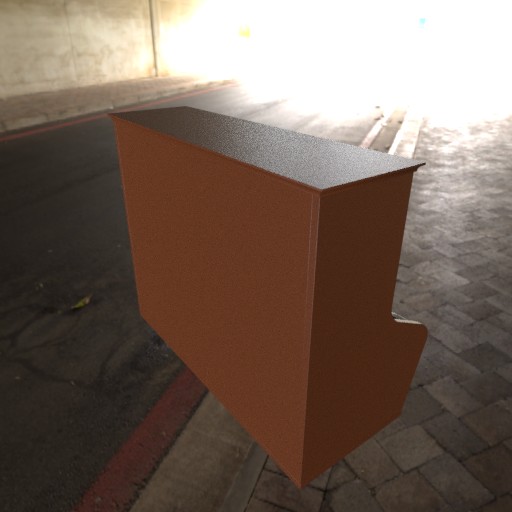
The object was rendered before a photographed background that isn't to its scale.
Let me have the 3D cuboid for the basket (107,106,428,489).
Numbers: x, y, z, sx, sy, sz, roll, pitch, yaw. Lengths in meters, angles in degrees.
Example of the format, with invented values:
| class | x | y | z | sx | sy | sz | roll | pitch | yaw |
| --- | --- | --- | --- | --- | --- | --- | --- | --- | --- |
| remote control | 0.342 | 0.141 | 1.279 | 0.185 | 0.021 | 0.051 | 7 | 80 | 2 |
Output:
| class | x | y | z | sx | sy | sz | roll | pitch | yaw |
| --- | --- | --- | --- | --- | --- | --- | --- | --- | --- |
| basket | 0.000 | 0.000 | 1.111 | 0.376 | 0.625 | 0.792 | -18 | 32 | -32 |
